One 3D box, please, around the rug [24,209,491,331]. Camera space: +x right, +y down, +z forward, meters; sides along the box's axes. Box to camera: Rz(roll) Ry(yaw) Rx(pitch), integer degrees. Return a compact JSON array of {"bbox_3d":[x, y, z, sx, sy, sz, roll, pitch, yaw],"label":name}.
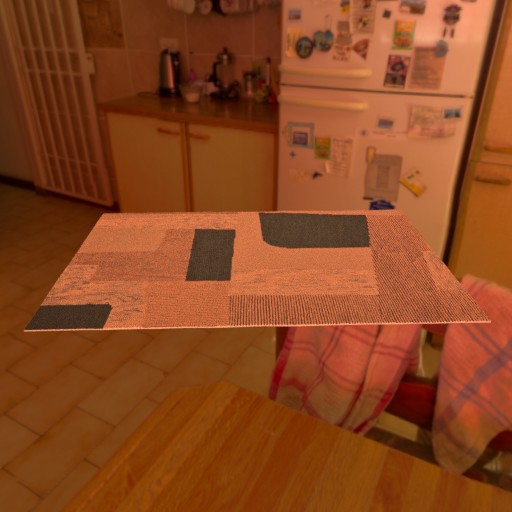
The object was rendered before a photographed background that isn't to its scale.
[{"bbox_3d":[0.000,0.000,2.970,2.436,0.015,1.521,-1,29,-2],"label":"rug"}]
